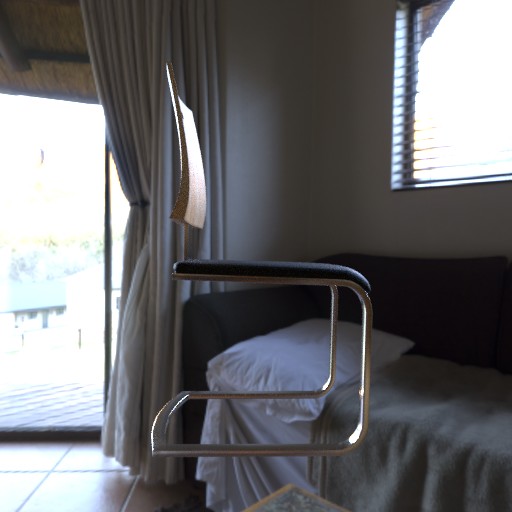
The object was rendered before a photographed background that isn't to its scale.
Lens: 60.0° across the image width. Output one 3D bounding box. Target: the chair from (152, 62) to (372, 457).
[{"bbox_3d":[0.000,0.000,1.257,0.560,0.936,0.462,0,0,-1],"label":"chair"}]
